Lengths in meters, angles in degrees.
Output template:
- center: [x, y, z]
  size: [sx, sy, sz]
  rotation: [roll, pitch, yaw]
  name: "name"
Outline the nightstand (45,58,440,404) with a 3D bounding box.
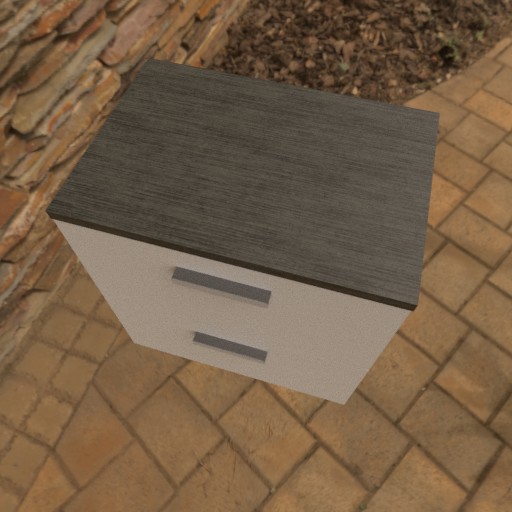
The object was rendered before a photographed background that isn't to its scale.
- center: [0.000, 0.000, 0.768]
  size: [0.441, 0.460, 0.325]
  rotation: [14, 60, 8]
  name: "nightstand"
